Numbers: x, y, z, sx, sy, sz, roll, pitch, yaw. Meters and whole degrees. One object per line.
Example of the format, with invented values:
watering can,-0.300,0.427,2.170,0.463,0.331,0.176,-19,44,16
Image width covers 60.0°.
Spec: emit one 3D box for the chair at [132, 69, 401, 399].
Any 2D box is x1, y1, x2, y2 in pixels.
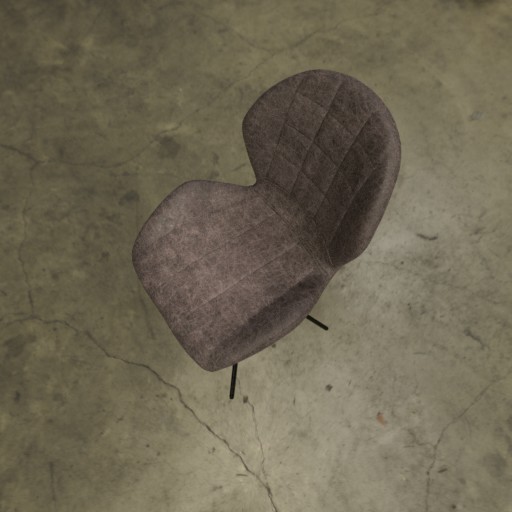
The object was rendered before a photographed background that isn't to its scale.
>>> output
chair,0.000,0.000,1.306,0.640,0.934,0.527,-32,68,-15
